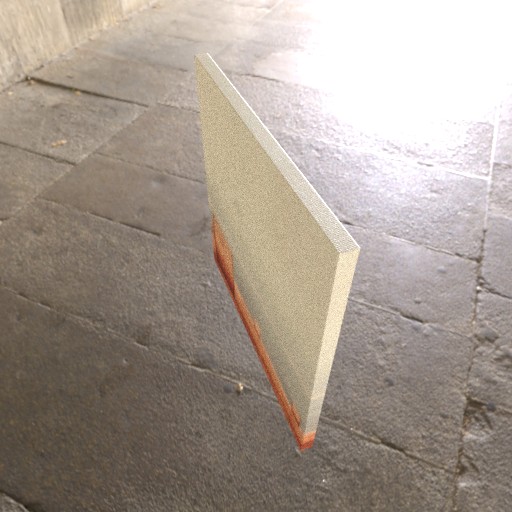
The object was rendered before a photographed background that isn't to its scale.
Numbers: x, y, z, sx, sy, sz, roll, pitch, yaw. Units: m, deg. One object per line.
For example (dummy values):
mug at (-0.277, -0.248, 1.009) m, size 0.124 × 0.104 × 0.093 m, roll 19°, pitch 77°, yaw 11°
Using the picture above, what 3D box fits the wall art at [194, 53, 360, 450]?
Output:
wall art at (0.000, 0.000, 1.164) m, size 0.042 × 0.760 × 0.760 m, roll -16°, pitch 48°, yaw -15°
